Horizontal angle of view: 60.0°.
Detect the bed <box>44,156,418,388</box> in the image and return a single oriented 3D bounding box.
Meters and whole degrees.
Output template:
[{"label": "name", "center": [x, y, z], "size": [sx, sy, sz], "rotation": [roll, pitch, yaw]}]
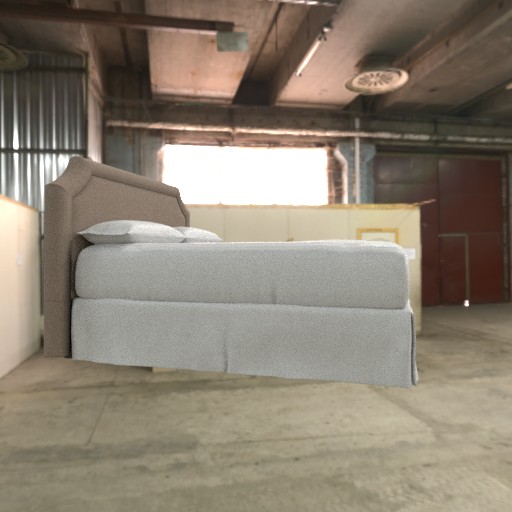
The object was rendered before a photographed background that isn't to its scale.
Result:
[{"label": "bed", "center": [0.000, 0.000, 3.234], "size": [2.164, 1.303, 1.828], "rotation": [0, 0, 17]}]
